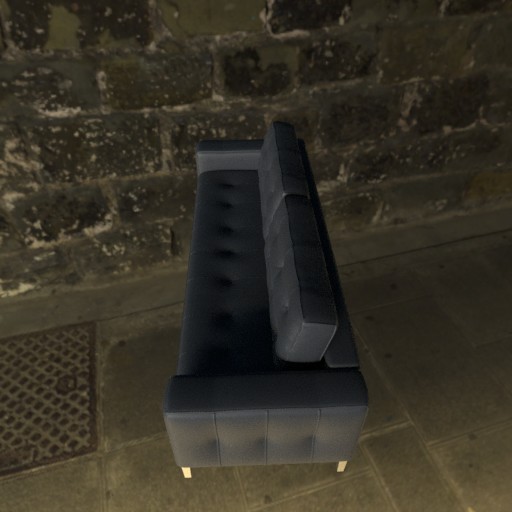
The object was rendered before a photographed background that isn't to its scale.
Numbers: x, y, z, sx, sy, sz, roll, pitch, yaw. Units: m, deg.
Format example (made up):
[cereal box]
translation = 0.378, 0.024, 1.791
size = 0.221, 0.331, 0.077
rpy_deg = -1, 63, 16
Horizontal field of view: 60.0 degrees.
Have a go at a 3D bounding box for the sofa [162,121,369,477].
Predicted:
[sofa]
translation = 0.000, 0.000, 2.675
size = 0.833, 0.893, 2.275
rpy_deg = -1, 42, -2
